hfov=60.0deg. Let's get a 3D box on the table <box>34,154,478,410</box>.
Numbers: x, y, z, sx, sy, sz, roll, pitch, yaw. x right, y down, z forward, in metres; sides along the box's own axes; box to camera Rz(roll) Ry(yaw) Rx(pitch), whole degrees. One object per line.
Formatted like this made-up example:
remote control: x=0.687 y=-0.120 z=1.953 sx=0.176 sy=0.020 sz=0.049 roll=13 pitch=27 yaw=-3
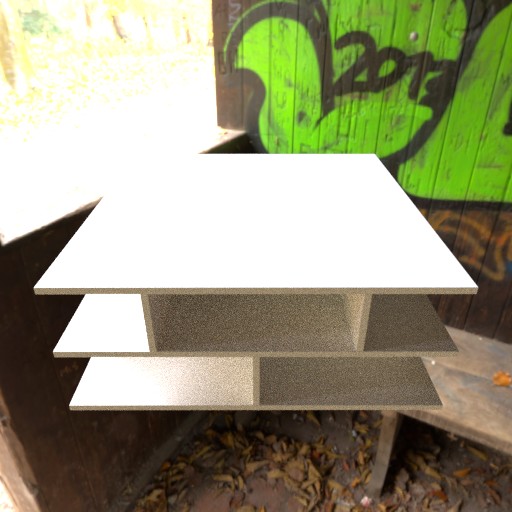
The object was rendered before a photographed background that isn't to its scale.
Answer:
table: x=0.000 y=0.000 z=1.072 sx=0.700 sy=0.289 sz=0.700 roll=0 pitch=30 yaw=0
